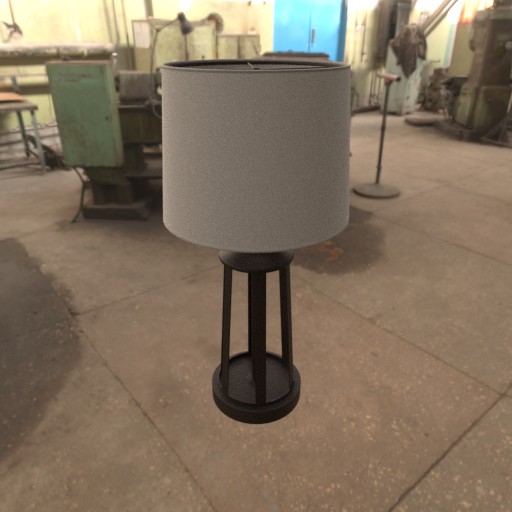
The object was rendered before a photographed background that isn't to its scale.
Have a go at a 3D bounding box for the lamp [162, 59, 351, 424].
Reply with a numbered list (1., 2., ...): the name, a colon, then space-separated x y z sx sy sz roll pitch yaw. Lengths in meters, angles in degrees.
1. lamp: 0.000 0.000 0.638 0.251 0.509 0.251 0 27 0
